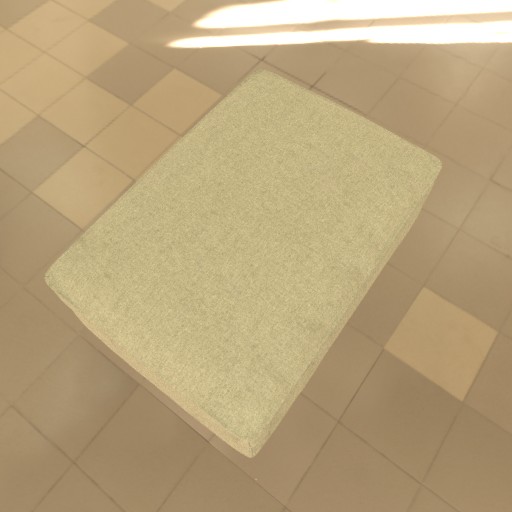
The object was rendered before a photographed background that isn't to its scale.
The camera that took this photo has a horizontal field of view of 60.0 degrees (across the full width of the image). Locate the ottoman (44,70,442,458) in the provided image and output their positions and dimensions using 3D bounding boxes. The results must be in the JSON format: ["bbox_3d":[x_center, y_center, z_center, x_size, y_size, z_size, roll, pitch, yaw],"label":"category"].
[{"bbox_3d":[0.000,0.000,1.223,0.611,0.508,0.848,33,68,15],"label":"ottoman"}]
